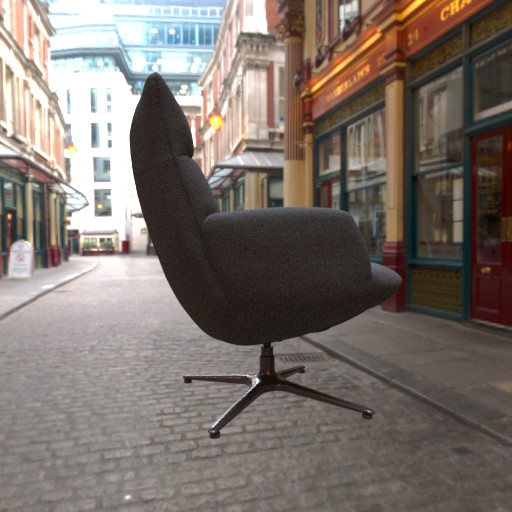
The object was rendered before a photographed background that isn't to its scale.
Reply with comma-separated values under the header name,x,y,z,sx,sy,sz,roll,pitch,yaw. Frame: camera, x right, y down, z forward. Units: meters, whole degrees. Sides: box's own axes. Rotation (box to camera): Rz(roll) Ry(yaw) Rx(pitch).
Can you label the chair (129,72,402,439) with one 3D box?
name,x,y,z,sx,sy,sz,roll,pitch,yaw
chair,0.000,0.000,1.517,0.831,0.984,0.702,0,1,-17
